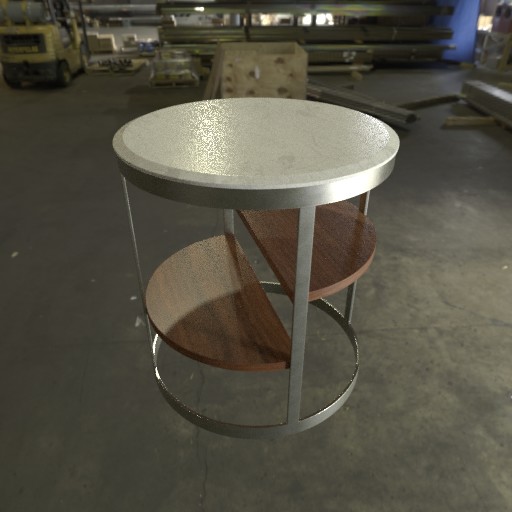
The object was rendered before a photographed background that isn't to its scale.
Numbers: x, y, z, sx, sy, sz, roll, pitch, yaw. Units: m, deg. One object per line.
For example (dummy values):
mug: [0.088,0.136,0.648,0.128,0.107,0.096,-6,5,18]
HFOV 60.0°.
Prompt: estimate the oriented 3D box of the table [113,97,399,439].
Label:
table: [0.000,0.000,0.767,0.407,0.447,0.407,0,32,0]
